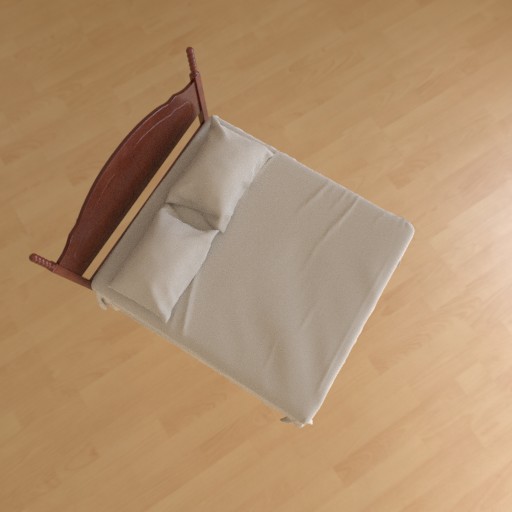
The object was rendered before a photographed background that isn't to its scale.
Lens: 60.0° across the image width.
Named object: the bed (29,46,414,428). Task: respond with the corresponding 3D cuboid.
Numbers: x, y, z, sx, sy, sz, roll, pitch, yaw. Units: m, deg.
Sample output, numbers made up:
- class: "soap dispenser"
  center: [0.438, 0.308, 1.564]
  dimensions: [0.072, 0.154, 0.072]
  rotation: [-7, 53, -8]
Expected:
- class: "bed"
  center: [0.000, 0.000, 3.186]
  dimensions: [2.040, 1.356, 1.873]
  rotation: [31, 78, 7]
